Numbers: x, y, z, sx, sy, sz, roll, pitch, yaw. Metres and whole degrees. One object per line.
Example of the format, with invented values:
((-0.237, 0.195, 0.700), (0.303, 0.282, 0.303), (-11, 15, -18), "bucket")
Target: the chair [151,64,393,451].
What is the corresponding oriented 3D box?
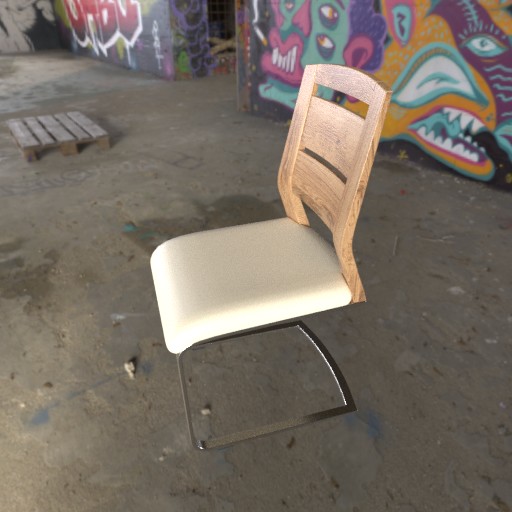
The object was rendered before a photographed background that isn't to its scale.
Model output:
((0.000, 0.000, 1.231), (0.561, 0.955, 0.457), (-9, 31, -15), "chair")
